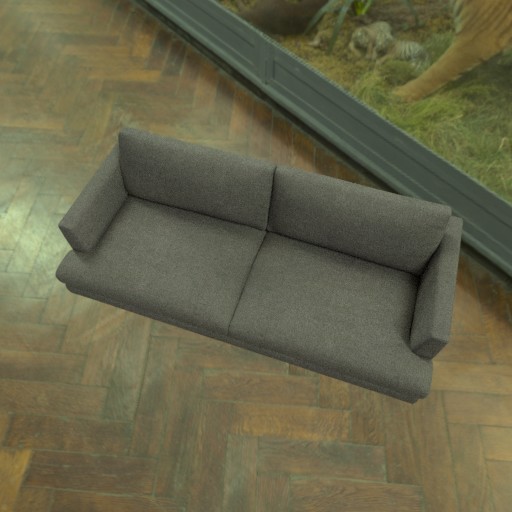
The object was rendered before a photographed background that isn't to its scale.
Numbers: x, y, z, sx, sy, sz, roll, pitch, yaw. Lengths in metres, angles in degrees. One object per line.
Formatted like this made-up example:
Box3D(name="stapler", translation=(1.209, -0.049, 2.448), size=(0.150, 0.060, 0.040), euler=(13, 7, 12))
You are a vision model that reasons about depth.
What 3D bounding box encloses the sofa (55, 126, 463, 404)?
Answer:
Box3D(name="sofa", translation=(0.000, 0.000, 2.722), size=(2.250, 0.868, 1.020), euler=(16, 59, 10))
